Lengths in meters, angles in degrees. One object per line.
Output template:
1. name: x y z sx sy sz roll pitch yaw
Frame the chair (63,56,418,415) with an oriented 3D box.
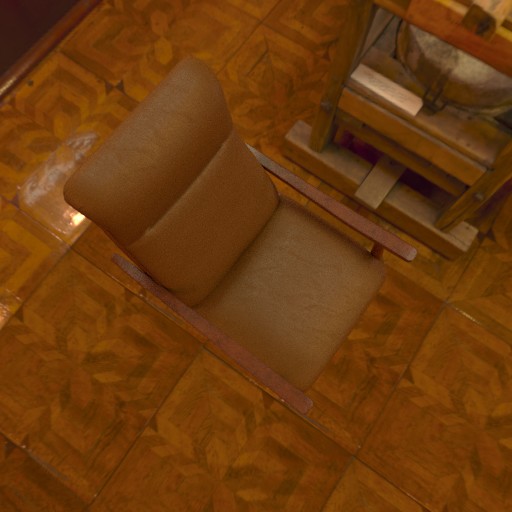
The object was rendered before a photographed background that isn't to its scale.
1. chair: 0.000 0.000 1.797 1.014 1.082 0.762 36 78 9
